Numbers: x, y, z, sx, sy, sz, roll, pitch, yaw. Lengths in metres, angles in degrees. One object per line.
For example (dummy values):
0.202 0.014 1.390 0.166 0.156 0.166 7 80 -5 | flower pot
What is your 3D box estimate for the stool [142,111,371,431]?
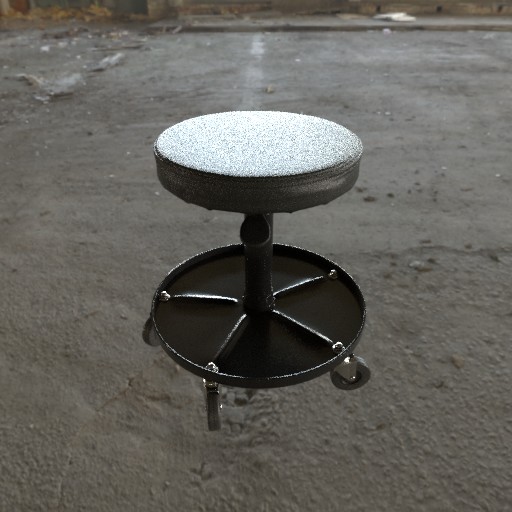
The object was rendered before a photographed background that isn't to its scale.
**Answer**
0.000 0.000 0.676 0.381 0.365 0.382 1 33 1 | stool
